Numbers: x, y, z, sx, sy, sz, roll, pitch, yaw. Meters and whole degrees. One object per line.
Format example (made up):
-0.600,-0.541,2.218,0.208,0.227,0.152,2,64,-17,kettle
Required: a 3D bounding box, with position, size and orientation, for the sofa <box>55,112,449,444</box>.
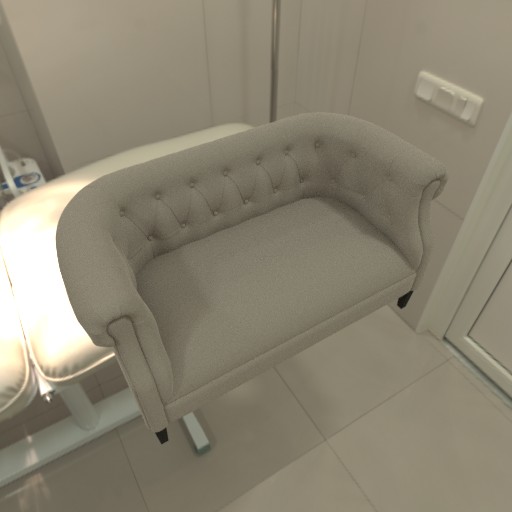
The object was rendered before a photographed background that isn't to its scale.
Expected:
0.000,0.000,2.006,1.558,0.827,0.835,-24,50,-21,sofa
